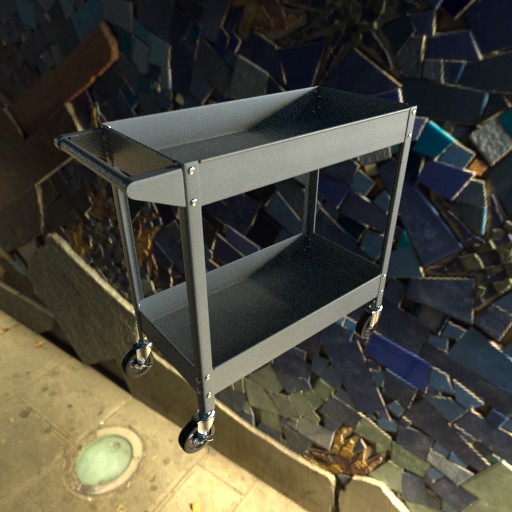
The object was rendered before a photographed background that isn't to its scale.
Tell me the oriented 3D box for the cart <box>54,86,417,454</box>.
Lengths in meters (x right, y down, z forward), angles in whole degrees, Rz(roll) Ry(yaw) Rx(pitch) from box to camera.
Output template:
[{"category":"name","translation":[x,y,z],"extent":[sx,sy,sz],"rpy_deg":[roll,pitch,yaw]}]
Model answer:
[{"category":"cart","translation":[0.000,0.000,1.170],"extent":[0.779,0.719,0.366],"rpy_deg":[-23,38,-33]}]
